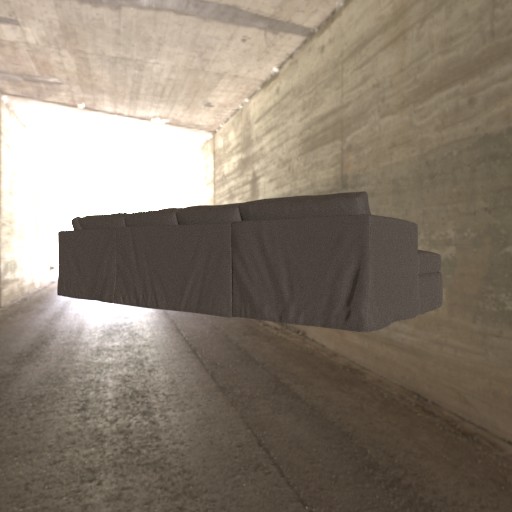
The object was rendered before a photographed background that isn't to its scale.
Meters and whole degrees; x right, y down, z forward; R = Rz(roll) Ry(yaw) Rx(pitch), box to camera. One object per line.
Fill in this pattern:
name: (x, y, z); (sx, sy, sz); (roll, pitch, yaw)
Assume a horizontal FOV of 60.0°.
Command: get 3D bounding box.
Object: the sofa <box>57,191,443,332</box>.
sofa: (0.000, 0.000, 4.604); (3.528, 0.878, 2.476); (0, 1, 37)
